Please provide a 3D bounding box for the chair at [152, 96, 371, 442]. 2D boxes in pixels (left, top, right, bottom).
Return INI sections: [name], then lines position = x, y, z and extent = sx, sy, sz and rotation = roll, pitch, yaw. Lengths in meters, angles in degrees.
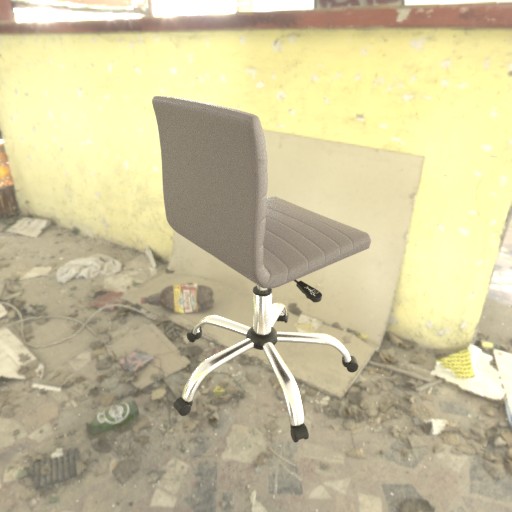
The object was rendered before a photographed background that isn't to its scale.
[chair]
position = 0.000, 0.000, 1.149
extent = 0.530, 0.780, 0.556
rotation = -18, 32, -33
